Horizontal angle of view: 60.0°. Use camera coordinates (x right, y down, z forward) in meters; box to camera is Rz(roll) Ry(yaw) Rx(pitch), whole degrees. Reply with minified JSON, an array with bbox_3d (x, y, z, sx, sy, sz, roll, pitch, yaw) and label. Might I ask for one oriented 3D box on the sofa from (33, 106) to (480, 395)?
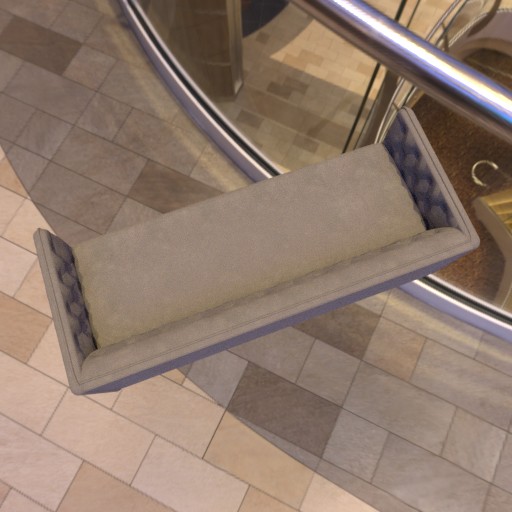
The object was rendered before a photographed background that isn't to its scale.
[{"bbox_3d":[0.000,0.000,2.637,2.209,0.771,0.895,-19,76,-5],"label":"sofa"}]
